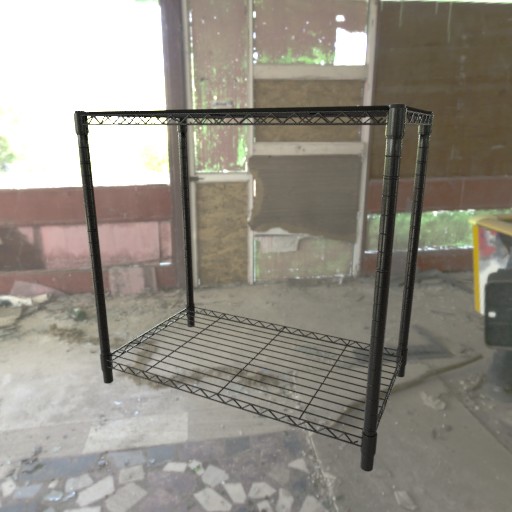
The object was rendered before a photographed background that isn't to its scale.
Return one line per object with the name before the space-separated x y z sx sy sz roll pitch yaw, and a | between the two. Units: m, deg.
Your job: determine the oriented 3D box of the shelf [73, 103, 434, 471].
shelf | 0.000 0.000 0.903 0.589 0.564 0.338 8 18 26
